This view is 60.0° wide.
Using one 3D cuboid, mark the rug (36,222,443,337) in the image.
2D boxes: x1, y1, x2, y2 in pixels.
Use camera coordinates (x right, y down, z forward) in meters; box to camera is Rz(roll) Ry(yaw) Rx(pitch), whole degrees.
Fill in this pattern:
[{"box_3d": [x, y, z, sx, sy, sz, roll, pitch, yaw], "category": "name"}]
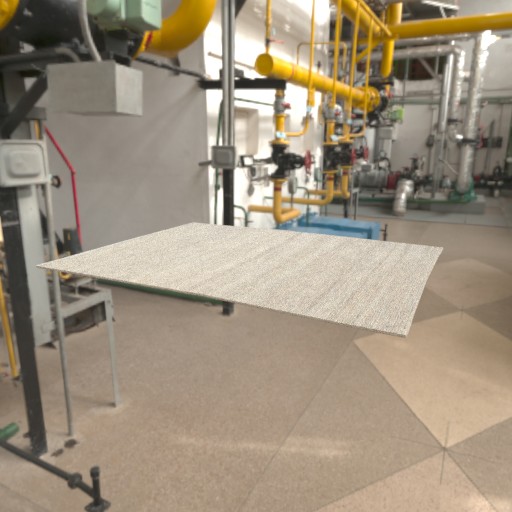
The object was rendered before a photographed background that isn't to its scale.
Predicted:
[{"box_3d": [0.000, 0.000, 4.871, 3.626, 0.051, 2.757, 7, 16, 26], "category": "rug"}]
